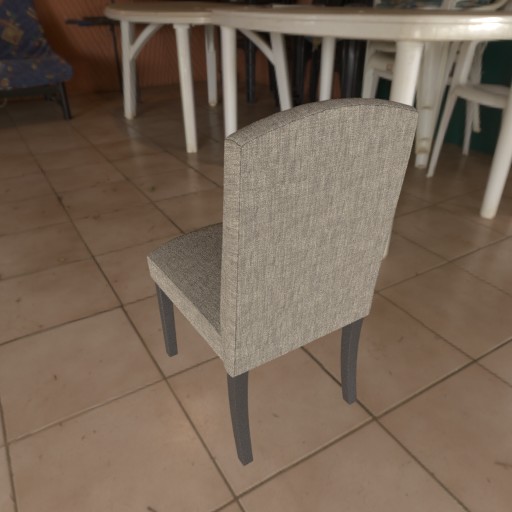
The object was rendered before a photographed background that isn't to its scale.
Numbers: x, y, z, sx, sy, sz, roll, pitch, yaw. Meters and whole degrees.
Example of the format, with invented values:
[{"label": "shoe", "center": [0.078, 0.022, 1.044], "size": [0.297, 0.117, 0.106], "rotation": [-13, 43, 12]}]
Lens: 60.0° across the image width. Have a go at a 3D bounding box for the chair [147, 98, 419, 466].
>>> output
[{"label": "chair", "center": [0.000, 0.000, 1.230], "size": [0.451, 0.917, 0.580], "rotation": [-18, 35, -28]}]
